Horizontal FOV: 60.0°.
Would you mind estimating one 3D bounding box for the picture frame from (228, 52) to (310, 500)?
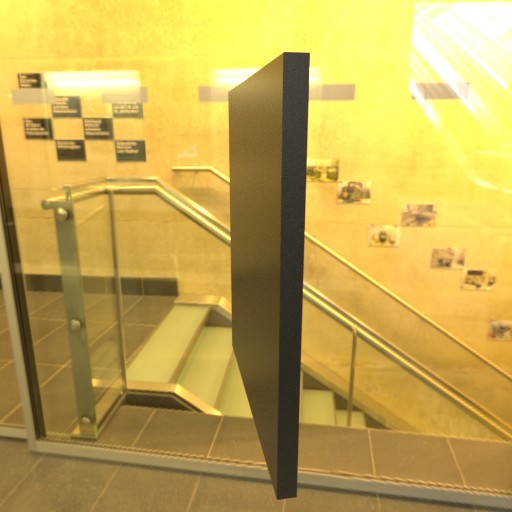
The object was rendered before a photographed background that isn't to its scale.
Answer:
[{"bbox_3d":[0.000,0.000,0.744,0.028,0.556,0.460,-3,16,-10],"label":"picture frame"}]
